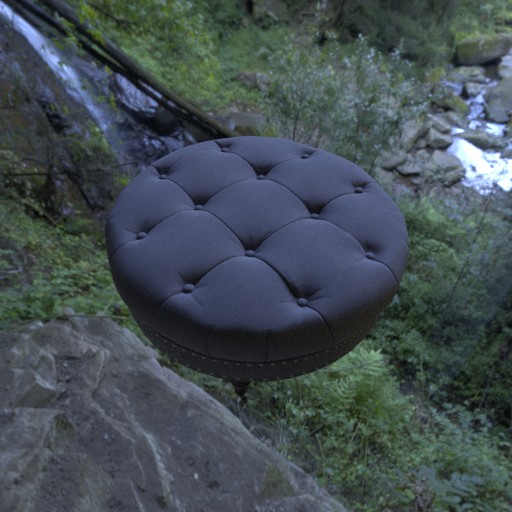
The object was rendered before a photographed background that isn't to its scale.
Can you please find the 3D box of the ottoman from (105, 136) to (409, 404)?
[{"bbox_3d":[0.000,0.000,1.435,0.901,0.439,0.901,0,46,0],"label":"ottoman"}]
